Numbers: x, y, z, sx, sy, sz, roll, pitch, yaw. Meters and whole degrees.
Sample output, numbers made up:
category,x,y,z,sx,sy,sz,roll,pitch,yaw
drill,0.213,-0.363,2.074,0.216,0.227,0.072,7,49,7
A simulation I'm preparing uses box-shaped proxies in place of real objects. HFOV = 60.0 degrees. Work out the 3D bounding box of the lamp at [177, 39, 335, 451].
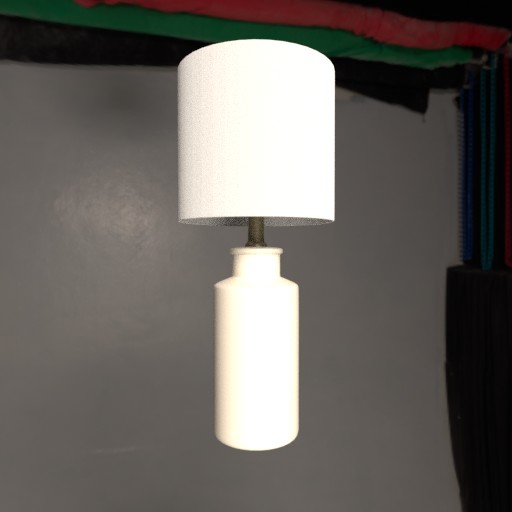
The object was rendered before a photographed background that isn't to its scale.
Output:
category,x,y,z,sx,sy,sz,roll,pitch,yaw
lamp,0.000,0.000,0.610,0.212,0.493,0.212,0,1,-17
